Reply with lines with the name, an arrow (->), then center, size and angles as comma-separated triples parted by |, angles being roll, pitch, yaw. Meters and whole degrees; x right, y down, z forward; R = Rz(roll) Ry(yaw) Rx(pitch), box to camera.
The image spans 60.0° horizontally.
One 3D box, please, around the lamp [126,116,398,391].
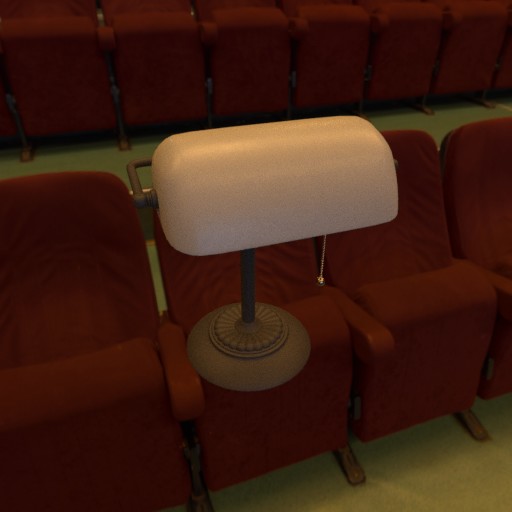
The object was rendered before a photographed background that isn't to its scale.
lamp -> 0.000, 0.000, 0.527 | 0.264, 0.339, 0.243 | -11, 35, -16
